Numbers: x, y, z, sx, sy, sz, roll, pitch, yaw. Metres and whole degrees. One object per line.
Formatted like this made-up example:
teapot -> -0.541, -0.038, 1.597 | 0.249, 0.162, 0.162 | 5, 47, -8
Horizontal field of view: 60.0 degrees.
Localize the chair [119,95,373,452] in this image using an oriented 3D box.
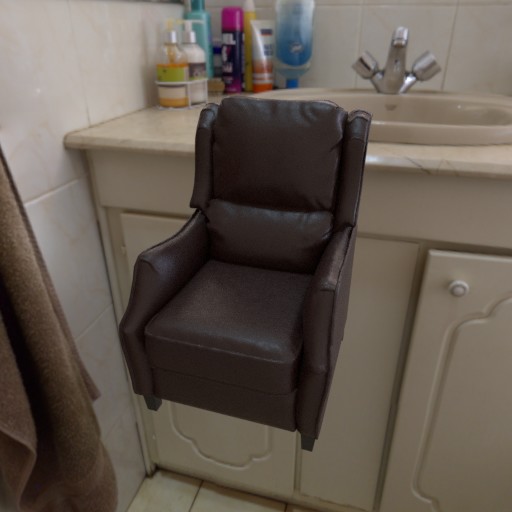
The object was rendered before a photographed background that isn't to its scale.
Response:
chair -> 0.000, 0.000, 1.786 | 0.770, 1.132, 0.982 | 8, 28, 16
